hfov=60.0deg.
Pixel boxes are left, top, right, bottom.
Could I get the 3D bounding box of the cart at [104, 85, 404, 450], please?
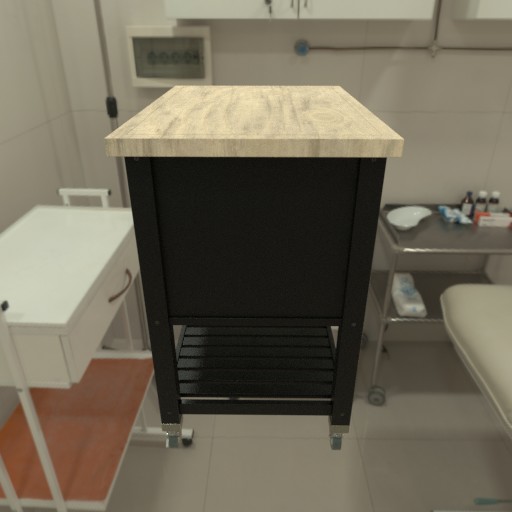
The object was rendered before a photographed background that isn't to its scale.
[{"bbox_3d":[0.000,0.000,1.403,0.567,0.920,0.797,0,28,1],"label":"cart"}]
